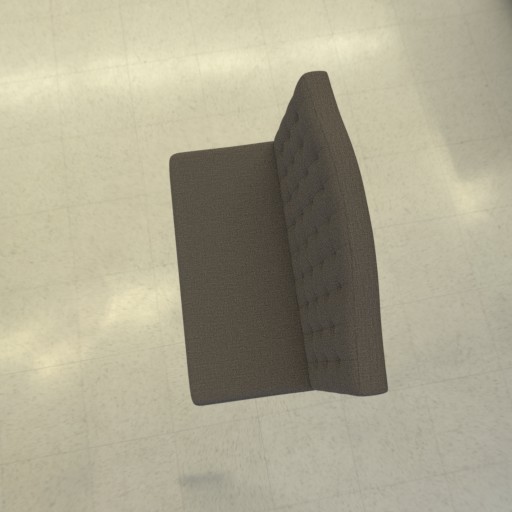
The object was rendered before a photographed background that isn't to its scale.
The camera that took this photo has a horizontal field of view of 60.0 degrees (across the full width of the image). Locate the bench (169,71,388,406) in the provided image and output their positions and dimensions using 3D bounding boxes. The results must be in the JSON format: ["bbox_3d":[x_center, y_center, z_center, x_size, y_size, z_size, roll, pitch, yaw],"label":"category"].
[{"bbox_3d":[0.000,0.000,2.142,0.815,1.180,1.335,-7,77,-2],"label":"bench"}]
